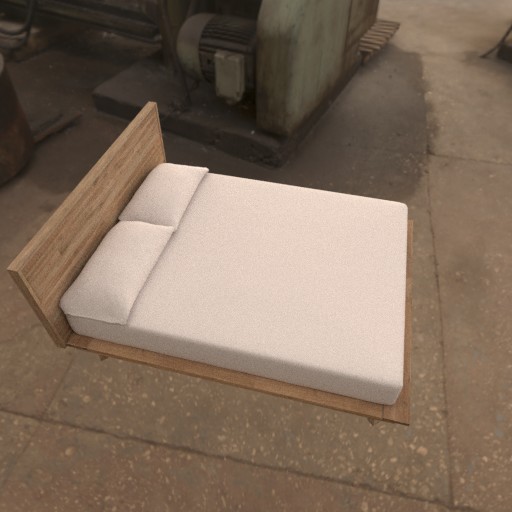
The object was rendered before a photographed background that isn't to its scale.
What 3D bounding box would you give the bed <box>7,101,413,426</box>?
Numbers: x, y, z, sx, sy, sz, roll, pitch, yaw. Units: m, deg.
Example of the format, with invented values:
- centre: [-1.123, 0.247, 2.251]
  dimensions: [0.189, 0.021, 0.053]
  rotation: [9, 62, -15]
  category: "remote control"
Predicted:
- centre: [0.000, 0.000, 3.008]
  dimensions: [2.145, 1.071, 1.759]
  rotation: [10, 48, 10]
  category: "bed"
